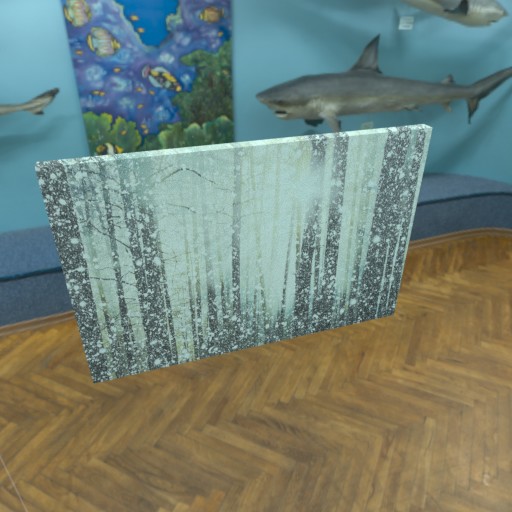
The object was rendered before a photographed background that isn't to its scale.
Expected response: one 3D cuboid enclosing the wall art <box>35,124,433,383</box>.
[{"bbox_3d":[0.000,0.000,1.157,0.919,0.598,0.038,-10,33,-15],"label":"wall art"}]
